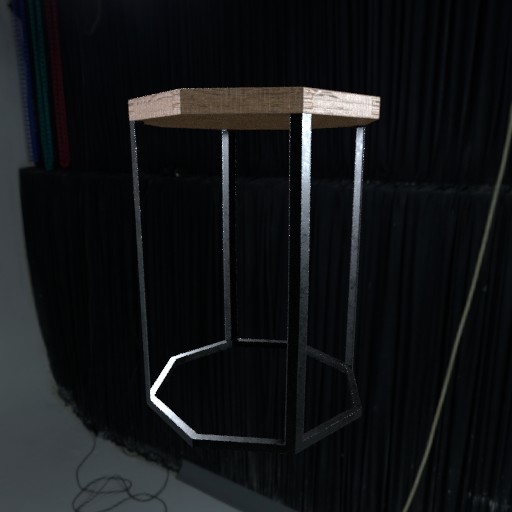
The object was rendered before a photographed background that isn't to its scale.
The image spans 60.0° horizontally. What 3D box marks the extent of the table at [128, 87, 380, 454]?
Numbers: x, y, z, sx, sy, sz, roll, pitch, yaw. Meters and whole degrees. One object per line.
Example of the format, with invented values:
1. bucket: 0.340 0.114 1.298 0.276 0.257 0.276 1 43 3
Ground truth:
1. table: 0.000 0.000 0.849 0.437 0.553 0.437 7 15 28
